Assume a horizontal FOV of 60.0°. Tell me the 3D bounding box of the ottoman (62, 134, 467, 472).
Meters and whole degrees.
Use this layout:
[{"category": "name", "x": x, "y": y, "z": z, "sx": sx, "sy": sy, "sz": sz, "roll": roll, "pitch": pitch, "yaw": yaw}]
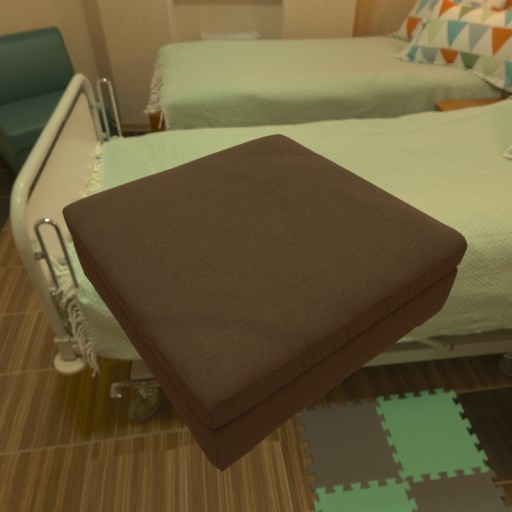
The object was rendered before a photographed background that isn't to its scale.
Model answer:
[{"category": "ottoman", "x": 0.000, "y": 0.000, "z": 1.858, "sx": 1.181, "sy": 0.470, "sz": 1.181, "roll": -26, "pitch": 47, "yaw": -27}]
